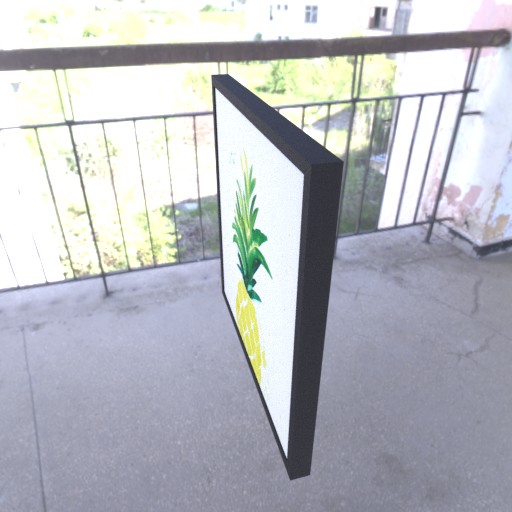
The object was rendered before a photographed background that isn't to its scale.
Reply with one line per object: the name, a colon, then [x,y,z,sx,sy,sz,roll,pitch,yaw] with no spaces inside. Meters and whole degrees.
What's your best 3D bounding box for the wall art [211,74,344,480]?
wall art: [0.000,0.000,0.763,0.033,0.507,0.508,-8,32,-13]
